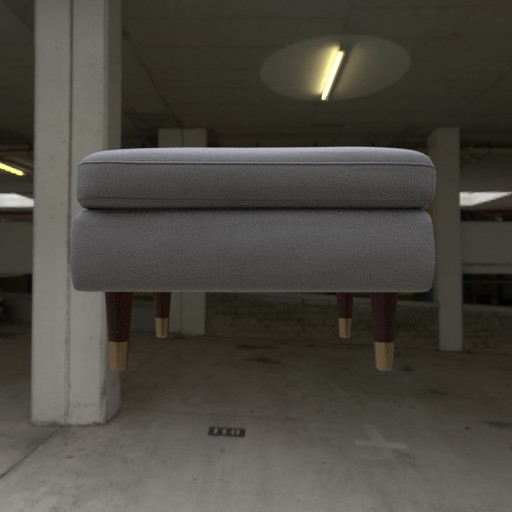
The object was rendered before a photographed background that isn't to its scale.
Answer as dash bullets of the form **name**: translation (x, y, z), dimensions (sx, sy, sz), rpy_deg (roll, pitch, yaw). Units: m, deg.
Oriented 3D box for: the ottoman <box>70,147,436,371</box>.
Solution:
- **ottoman**: translation (0.000, 0.000, 1.123), dimensions (0.747, 0.478, 0.593), rpy_deg (0, -1, 0)
